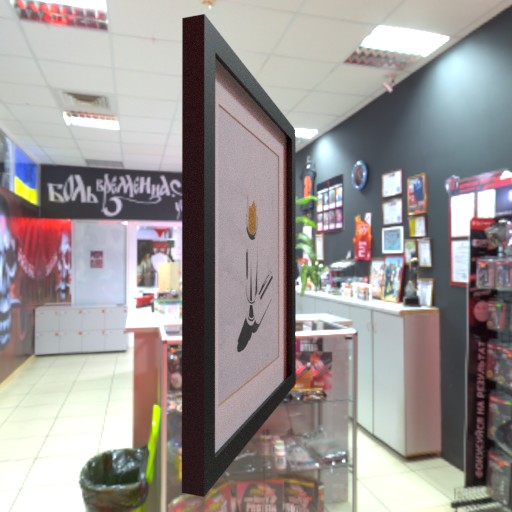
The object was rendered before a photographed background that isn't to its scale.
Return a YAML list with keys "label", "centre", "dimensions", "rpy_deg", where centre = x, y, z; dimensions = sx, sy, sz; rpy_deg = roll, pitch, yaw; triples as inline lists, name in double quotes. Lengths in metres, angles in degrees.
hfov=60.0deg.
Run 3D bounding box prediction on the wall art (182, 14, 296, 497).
- label: "wall art"
  centre: [0.000, 0.000, 0.510]
  dimensions: [0.019, 0.381, 0.330]
  rpy_deg: [0, 0, 18]
